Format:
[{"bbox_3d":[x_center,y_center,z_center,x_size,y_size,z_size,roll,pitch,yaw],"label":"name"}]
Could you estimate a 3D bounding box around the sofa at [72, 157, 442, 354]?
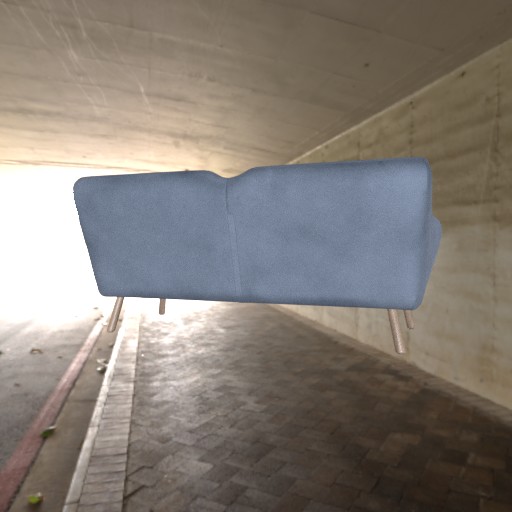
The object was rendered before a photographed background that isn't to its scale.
[{"bbox_3d":[0.000,0.000,2.354,1.870,0.810,0.850,0,2,19],"label":"sofa"}]
